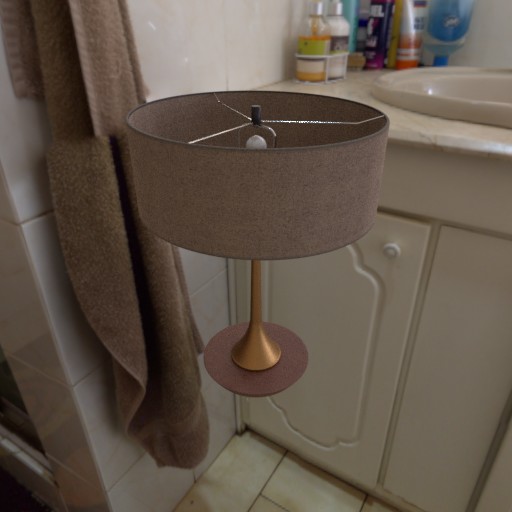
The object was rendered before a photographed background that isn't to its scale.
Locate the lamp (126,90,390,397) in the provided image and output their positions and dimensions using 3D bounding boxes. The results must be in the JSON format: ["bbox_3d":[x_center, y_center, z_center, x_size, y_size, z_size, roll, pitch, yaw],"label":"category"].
[{"bbox_3d":[0.000,0.000,0.842,0.417,0.551,0.396,19,35,29],"label":"lamp"}]
